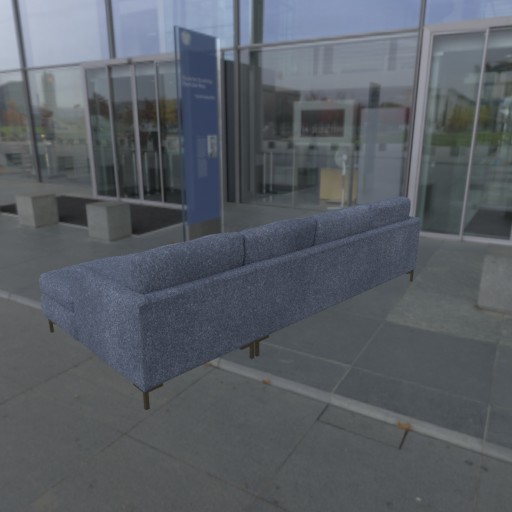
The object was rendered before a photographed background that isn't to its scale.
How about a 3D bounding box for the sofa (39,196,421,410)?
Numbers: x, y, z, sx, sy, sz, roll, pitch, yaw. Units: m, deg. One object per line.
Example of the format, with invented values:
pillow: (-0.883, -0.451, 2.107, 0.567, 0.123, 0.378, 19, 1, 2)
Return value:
sofa: (0.000, 0.000, 3.563, 2.932, 0.810, 1.350, -15, 22, -42)
